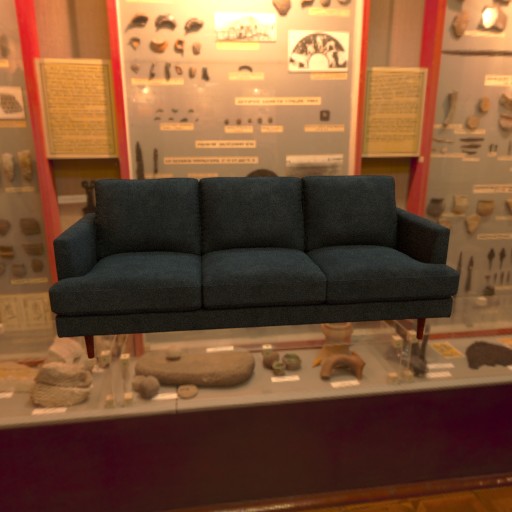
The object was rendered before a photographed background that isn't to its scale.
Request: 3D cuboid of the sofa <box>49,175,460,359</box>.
[{"bbox_3d":[0.000,0.000,2.781,2.246,0.930,0.903,-2,16,-7],"label":"sofa"}]
